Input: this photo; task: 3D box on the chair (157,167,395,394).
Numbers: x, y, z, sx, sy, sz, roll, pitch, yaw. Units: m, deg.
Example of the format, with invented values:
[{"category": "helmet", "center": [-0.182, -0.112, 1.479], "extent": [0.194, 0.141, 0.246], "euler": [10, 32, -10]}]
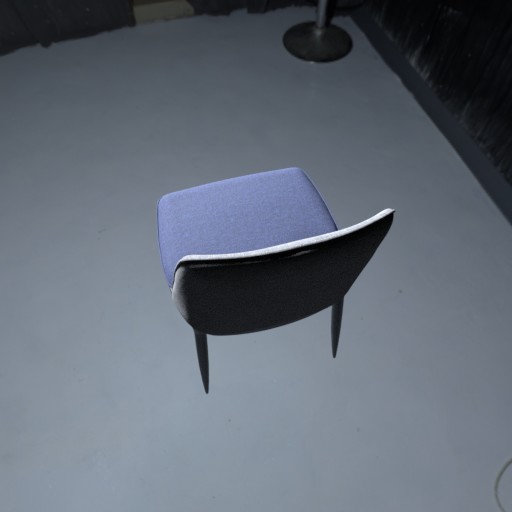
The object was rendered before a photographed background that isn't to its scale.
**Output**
[{"category": "chair", "center": [0.000, 0.000, 1.164], "extent": [0.488, 0.855, 0.550], "euler": [-13, 59, -8]}]
